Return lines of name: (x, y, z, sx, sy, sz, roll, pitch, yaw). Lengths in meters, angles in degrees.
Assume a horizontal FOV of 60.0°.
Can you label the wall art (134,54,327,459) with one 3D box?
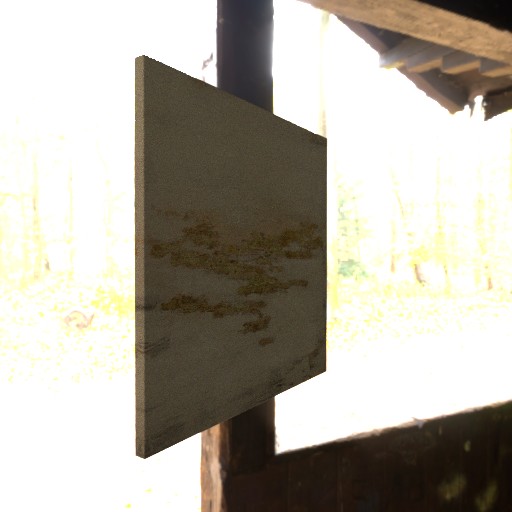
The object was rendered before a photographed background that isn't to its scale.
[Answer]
wall art: (0.000, 0.000, 1.533, 0.040, 1.018, 1.015, 0, 1, 36)
